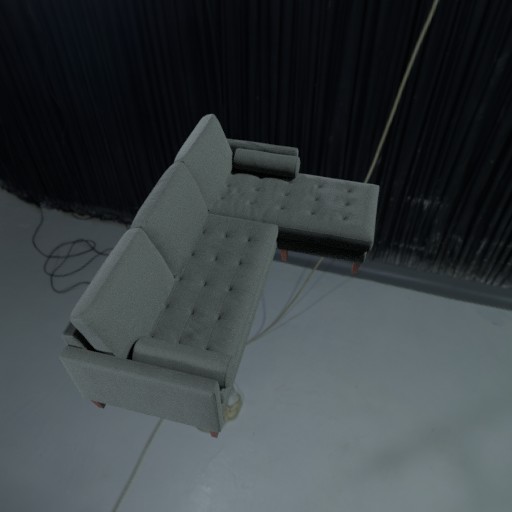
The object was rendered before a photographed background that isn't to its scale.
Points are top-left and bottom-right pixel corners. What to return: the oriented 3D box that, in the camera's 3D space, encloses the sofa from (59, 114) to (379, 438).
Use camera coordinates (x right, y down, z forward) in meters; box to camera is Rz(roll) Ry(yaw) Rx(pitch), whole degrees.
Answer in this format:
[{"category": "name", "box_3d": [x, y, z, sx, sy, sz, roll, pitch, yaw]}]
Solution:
[{"category": "sofa", "box_3d": [0.000, 0.000, 2.931, 1.506, 0.876, 2.178, 10, 47, 10]}]
